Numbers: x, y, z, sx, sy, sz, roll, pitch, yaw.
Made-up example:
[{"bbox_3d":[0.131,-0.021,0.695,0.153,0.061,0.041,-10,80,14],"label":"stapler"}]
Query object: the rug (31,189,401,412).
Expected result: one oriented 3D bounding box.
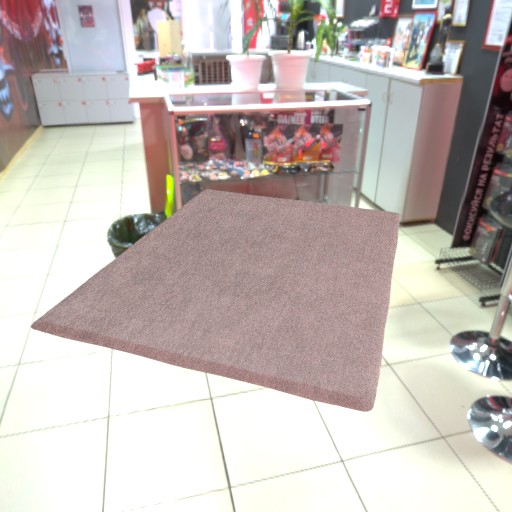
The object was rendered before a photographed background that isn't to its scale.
[{"bbox_3d":[0.000,0.000,3.904,2.332,0.027,2.933,9,30,17],"label":"rug"}]
